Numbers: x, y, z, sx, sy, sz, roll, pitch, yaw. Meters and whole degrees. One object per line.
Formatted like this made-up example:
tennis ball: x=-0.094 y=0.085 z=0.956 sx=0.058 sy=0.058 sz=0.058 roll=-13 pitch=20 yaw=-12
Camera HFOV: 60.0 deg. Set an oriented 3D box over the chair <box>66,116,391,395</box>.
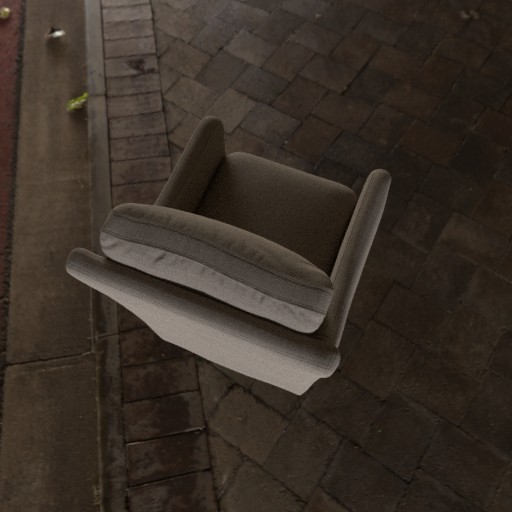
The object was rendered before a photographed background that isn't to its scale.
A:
chair: x=0.000 y=0.000 z=1.355 sx=0.626 sy=0.914 sz=0.694 roll=20 pitch=67 yaw=9
